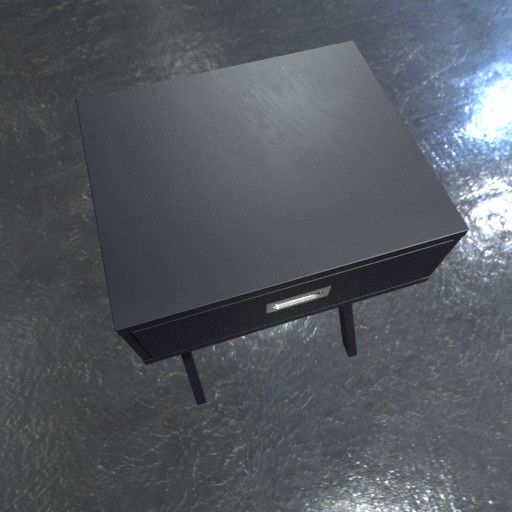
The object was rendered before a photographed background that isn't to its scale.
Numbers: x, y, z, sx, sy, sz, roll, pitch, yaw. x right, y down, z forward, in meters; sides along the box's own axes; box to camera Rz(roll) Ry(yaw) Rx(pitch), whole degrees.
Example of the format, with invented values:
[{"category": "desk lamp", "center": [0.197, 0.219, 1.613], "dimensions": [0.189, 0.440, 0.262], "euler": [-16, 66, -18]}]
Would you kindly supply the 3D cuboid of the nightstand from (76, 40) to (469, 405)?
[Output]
[{"category": "nightstand", "center": [0.000, 0.000, 0.928], "dimensions": [0.479, 0.623, 0.402], "euler": [-15, 64, -8]}]
